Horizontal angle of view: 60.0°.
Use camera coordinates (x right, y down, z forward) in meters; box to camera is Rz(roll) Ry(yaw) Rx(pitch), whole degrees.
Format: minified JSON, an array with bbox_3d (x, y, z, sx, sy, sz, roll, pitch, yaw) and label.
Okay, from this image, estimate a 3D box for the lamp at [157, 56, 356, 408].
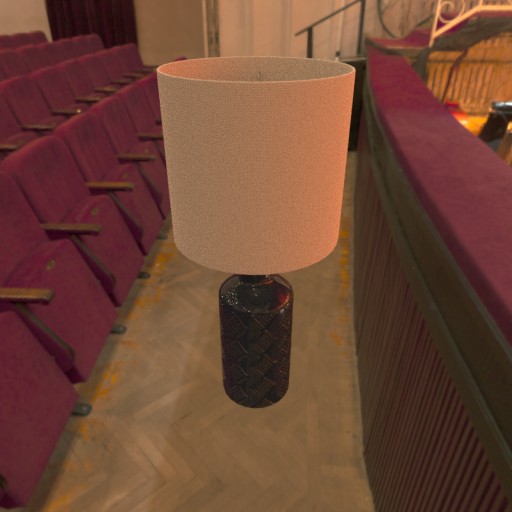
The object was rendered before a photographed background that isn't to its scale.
[{"bbox_3d":[0.000,0.000,0.583,0.207,0.461,0.207,1,30,2],"label":"lamp"}]
